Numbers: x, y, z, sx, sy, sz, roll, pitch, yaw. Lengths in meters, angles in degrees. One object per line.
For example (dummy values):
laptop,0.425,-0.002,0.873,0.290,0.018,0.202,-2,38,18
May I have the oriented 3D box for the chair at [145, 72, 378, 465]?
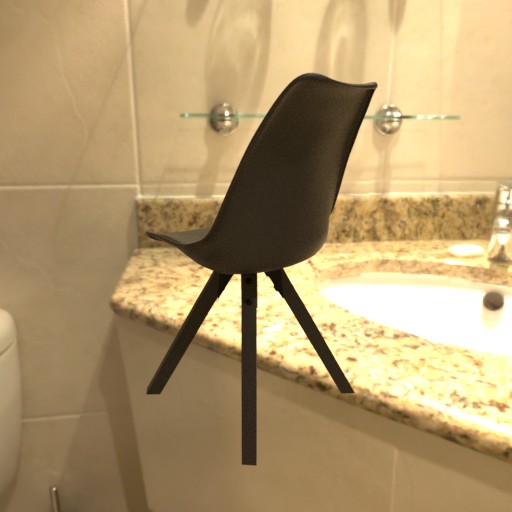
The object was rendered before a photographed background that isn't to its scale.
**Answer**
chair,0.000,0.000,1.186,0.550,0.850,0.485,15,21,43
